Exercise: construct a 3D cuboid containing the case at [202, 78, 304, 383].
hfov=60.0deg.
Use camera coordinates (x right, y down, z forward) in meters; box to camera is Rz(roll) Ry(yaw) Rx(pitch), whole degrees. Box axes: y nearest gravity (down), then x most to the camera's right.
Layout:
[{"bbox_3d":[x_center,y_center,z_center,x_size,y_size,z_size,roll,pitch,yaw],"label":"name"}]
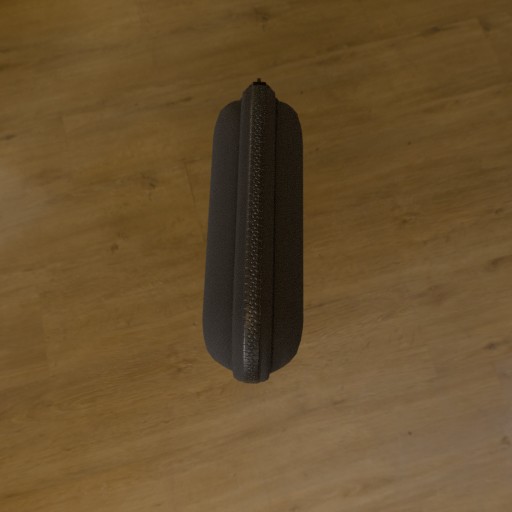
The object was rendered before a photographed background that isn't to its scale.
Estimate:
[{"bbox_3d":[0.000,0.000,0.193,0.030,0.147,0.107,1,74,0],"label":"case"}]
